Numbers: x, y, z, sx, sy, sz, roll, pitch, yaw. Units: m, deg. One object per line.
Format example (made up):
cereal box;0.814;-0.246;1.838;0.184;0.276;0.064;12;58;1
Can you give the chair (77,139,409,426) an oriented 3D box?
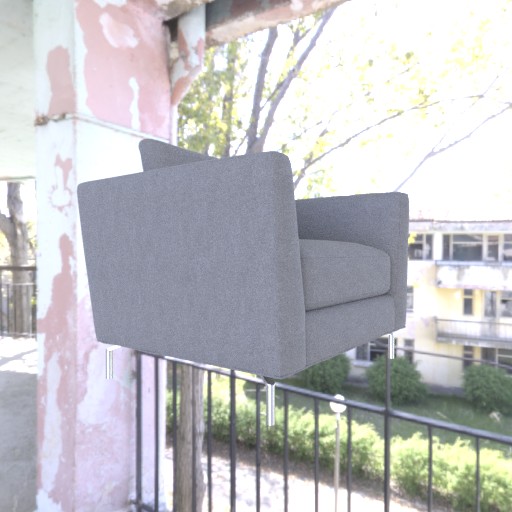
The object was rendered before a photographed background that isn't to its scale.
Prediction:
chair;0.000;0.000;1.735;0.889;0.864;1.041;0;1;37
